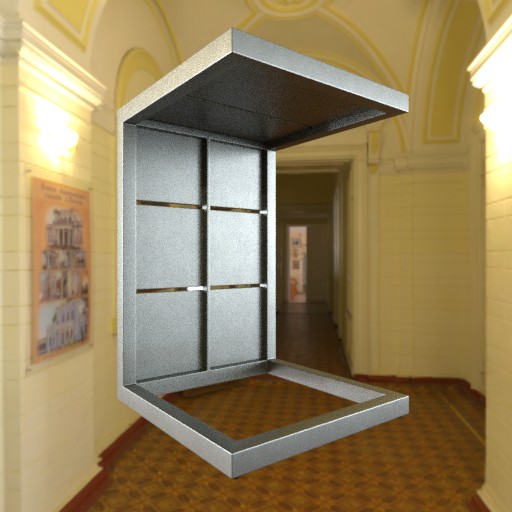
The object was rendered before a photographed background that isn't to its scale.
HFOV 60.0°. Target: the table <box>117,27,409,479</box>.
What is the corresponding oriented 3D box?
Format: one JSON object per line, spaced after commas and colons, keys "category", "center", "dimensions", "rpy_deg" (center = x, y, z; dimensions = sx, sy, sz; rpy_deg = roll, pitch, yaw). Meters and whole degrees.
{"category": "table", "center": [0.000, 0.000, 0.878], "dimensions": [0.405, 0.609, 0.420], "rpy_deg": [0, 0, -38]}
